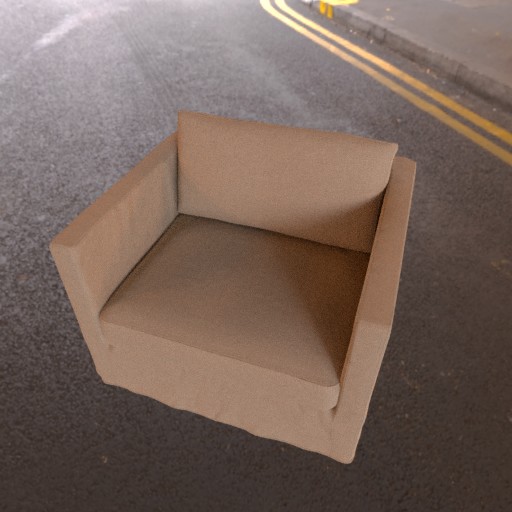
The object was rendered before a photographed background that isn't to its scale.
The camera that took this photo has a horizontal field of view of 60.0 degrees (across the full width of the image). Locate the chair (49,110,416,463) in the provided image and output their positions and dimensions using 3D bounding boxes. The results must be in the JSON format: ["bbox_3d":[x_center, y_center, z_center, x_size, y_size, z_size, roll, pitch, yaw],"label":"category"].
[{"bbox_3d":[0.000,0.000,1.708,1.057,0.867,0.949,13,42,15],"label":"chair"}]
